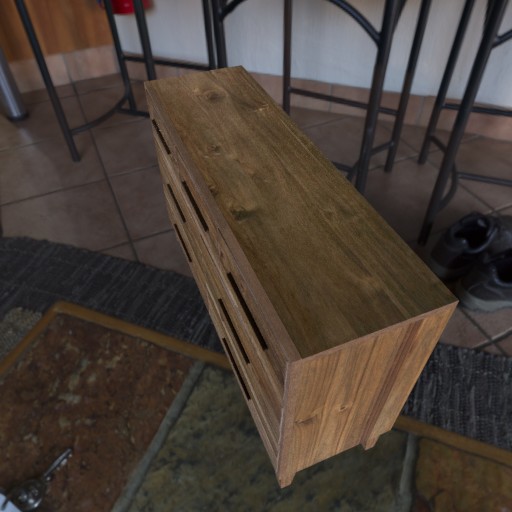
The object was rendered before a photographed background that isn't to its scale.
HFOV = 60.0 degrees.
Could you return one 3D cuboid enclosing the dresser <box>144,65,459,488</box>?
[{"bbox_3d":[0.000,0.000,1.732,0.446,0.873,1.400,-17,48,-15],"label":"dresser"}]
